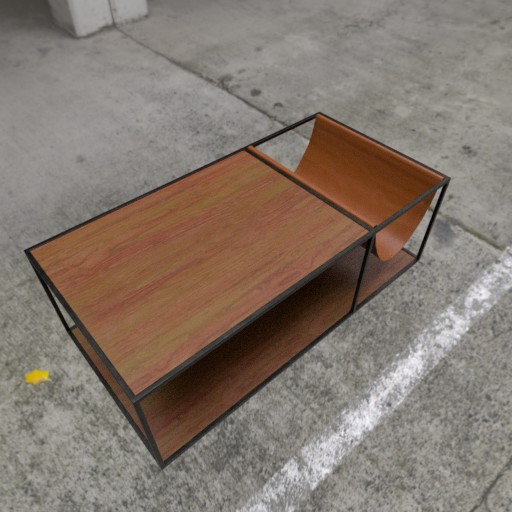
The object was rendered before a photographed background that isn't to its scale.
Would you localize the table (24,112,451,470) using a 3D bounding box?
[{"bbox_3d":[0.000,0.000,1.493,1.199,0.403,0.597,-32,54,-27],"label":"table"}]
